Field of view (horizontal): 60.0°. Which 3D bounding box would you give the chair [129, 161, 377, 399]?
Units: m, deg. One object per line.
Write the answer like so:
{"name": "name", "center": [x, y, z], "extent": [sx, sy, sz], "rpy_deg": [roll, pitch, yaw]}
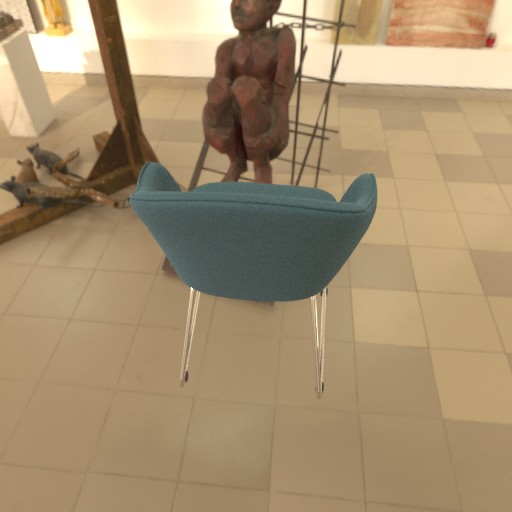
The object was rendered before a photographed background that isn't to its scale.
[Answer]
{"name": "chair", "center": [0.000, 0.000, 1.203], "extent": [0.570, 0.815, 0.585], "rpy_deg": [4, 45, 4]}
